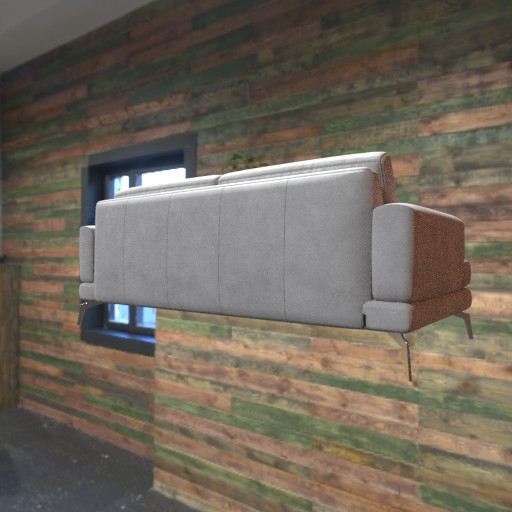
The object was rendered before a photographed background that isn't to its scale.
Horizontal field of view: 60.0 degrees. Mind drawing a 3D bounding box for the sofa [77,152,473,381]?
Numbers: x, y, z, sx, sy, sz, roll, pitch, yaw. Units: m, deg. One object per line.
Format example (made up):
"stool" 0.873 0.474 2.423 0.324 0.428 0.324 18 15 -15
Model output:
"sofa" 0.000 0.000 2.428 2.013 0.830 0.980 0 0 37
